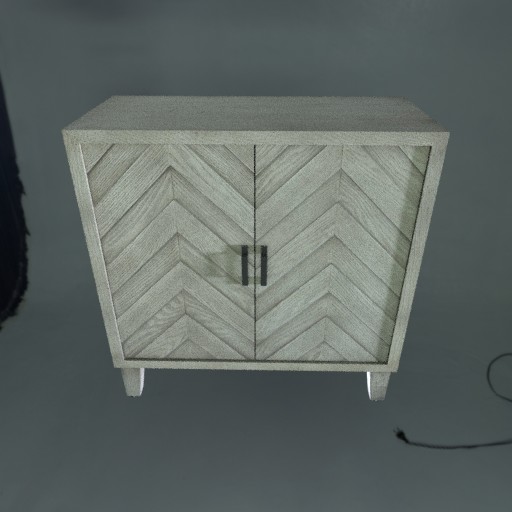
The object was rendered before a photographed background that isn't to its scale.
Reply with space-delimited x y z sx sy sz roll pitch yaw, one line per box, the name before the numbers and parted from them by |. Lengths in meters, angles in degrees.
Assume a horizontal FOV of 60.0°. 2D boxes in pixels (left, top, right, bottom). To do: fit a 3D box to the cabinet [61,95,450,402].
cabinet | 0.000 0.000 1.239 0.781 0.787 0.370 1 31 1
